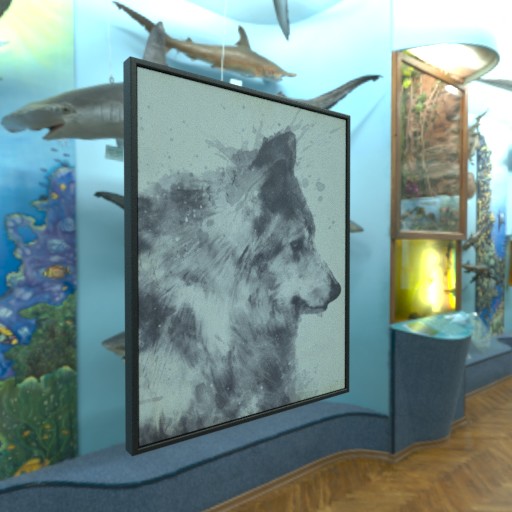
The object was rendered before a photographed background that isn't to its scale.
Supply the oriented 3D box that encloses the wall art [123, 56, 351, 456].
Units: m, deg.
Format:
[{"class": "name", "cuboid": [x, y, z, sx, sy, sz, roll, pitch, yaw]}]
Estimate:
[{"class": "wall art", "cuboid": [0.000, 0.000, 0.756, 0.451, 0.551, 0.028, -1, 1, -37]}]
